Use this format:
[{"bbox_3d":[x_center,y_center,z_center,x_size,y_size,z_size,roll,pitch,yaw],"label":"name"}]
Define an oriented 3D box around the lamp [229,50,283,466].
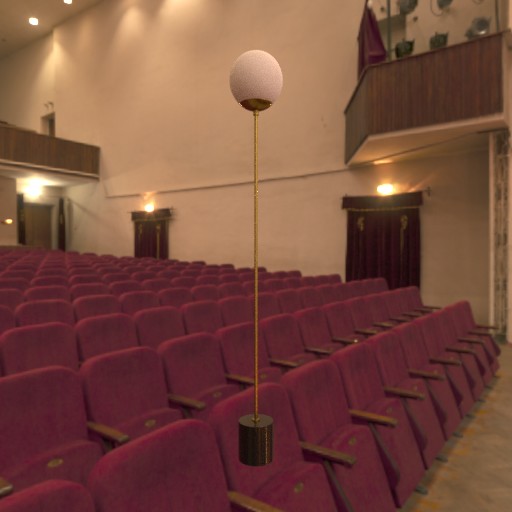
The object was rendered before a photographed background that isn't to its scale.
[{"bbox_3d":[0.000,0.000,1.910,0.229,1.748,0.229,0,0,36],"label":"lamp"}]
